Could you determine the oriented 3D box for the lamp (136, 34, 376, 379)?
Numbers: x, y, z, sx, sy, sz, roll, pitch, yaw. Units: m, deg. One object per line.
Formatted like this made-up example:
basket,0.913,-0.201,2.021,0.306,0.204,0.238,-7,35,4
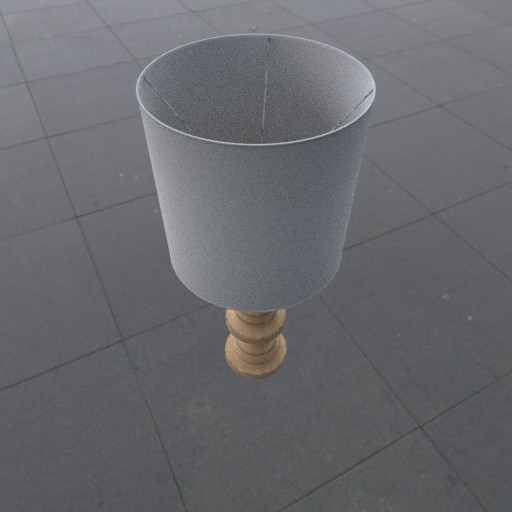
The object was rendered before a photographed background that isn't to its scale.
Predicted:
lamp,0.000,0.000,0.557,0.208,0.455,0.208,-9,48,-9
